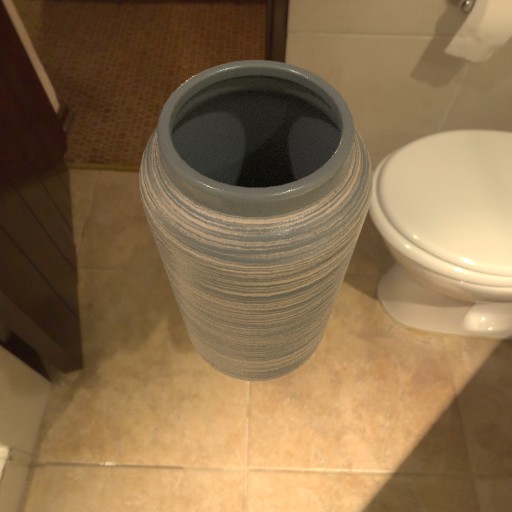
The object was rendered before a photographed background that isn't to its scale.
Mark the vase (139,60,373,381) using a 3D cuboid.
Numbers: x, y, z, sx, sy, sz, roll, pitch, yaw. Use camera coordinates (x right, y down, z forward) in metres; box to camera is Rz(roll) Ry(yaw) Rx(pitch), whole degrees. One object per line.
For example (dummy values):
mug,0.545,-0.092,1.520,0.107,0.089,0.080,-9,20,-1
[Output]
vase,0.000,0.000,0.291,0.116,0.230,0.116,0,59,0
